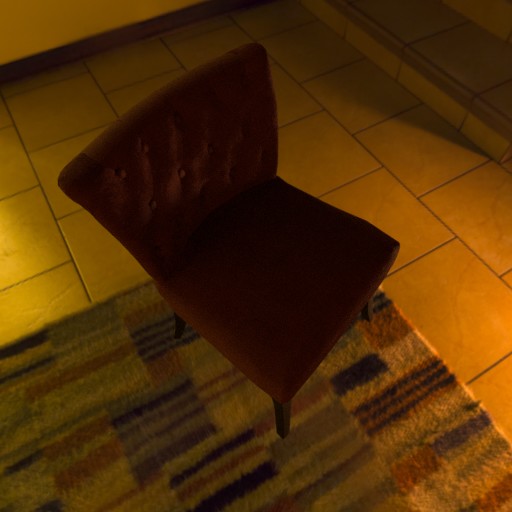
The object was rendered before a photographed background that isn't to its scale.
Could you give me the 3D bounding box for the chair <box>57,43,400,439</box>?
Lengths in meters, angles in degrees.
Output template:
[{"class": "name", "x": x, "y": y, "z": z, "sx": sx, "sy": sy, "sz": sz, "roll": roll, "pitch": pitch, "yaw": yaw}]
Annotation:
[{"class": "chair", "x": 0.000, "y": 0.000, "z": 1.153, "sx": 0.605, "sy": 0.750, "sz": 0.582, "roll": 34, "pitch": 63, "yaw": 20}]
